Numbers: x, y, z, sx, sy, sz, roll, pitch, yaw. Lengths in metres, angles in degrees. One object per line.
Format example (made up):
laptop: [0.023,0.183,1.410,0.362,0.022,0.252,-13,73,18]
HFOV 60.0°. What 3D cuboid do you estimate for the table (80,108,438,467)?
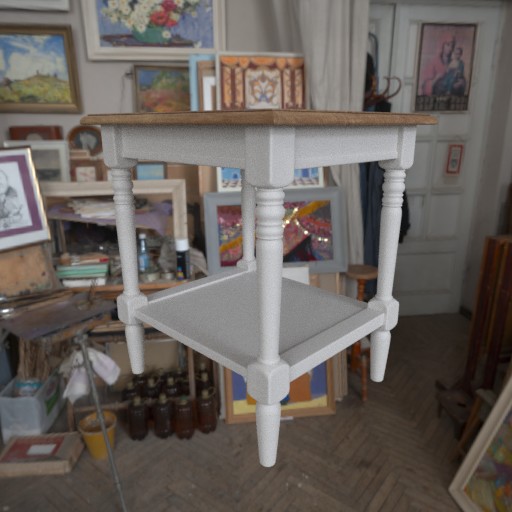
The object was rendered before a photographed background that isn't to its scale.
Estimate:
table: [0.000,0.000,0.920,0.508,0.561,0.457,16,23,42]
